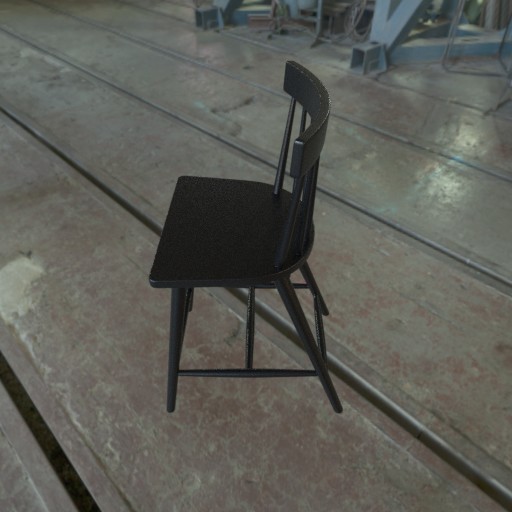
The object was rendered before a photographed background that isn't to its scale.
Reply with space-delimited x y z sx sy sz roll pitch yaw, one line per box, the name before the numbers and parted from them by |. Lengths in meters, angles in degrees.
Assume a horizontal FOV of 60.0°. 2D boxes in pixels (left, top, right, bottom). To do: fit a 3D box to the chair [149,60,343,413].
chair | 0.000 0.000 1.293 0.572 0.952 0.483 1 41 1
